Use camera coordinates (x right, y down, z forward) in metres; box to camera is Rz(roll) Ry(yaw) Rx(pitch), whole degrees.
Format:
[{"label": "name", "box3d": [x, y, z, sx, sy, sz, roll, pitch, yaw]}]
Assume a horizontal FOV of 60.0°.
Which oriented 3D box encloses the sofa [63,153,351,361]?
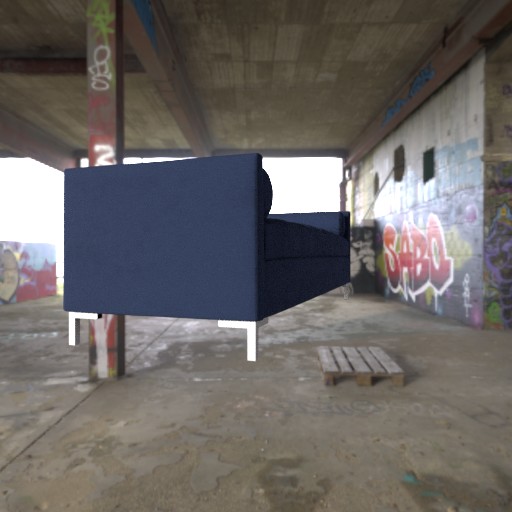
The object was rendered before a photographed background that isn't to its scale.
[{"label": "sofa", "box3d": [0.000, 0.000, 2.479, 0.797, 0.657, 2.102, 0, 0, 20]}]
